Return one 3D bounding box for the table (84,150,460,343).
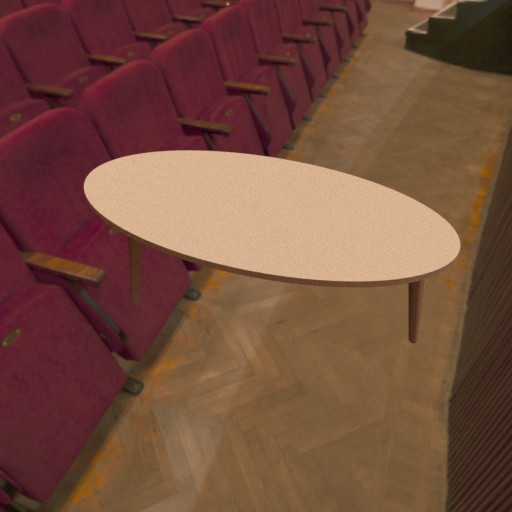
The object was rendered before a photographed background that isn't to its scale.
[{"bbox_3d":[0.000,0.000,1.370,1.083,0.390,0.542,13,42,15],"label":"table"}]
